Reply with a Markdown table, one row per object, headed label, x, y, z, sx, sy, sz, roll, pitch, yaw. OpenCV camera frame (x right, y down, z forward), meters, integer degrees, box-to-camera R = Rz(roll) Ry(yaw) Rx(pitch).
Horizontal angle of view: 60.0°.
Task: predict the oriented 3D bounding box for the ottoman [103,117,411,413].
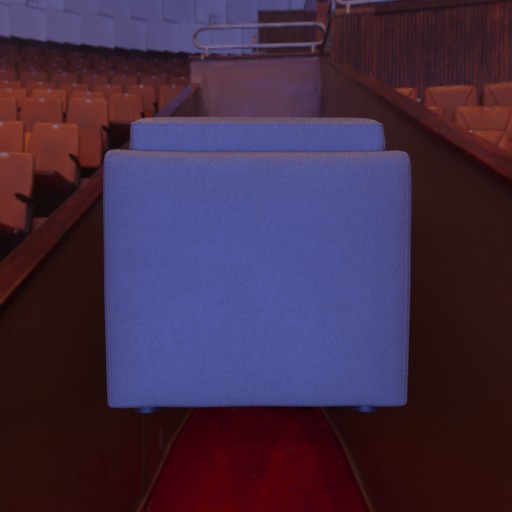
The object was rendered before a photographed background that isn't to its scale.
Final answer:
| label | x | y | z | sx | sy | sz | roll | pitch | yaw |
| --- | --- | --- | --- | --- | --- | --- | --- | --- | --- |
| ottoman | 0.000 | 0.000 | 0.849 | 0.450 | 0.460 | 0.451 | 0 | 2 | -1 |
